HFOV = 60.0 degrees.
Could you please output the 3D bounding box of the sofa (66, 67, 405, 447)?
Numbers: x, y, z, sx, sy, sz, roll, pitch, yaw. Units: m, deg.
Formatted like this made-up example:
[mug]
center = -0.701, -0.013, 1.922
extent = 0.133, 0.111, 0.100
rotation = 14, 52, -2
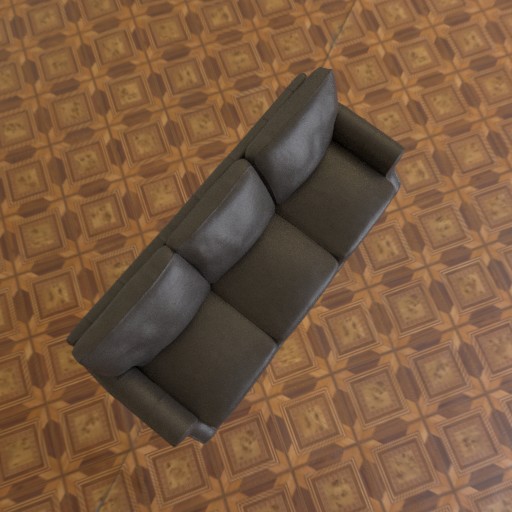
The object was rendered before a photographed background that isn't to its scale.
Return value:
[sofa]
center = 0.000, 0.000, 2.873
extent = 0.974, 0.977, 2.387
rotation = 37, 78, 9
